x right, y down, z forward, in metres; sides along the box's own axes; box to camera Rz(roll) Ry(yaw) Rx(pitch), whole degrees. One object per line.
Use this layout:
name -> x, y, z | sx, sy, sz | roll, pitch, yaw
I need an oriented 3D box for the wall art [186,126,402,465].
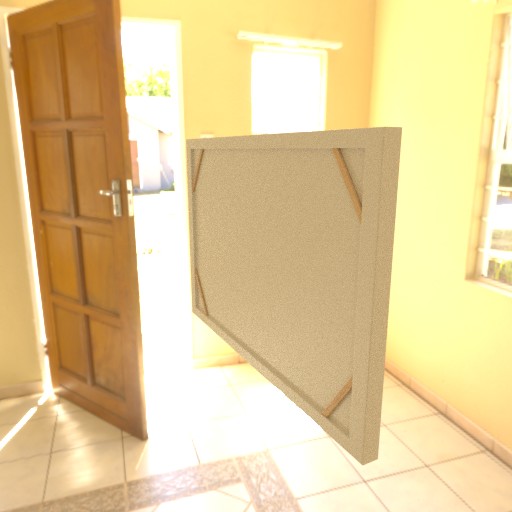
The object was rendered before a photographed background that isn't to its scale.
wall art -> 0.000, 0.000, 1.158 | 0.038, 0.609, 0.914 | -7, 15, -27
